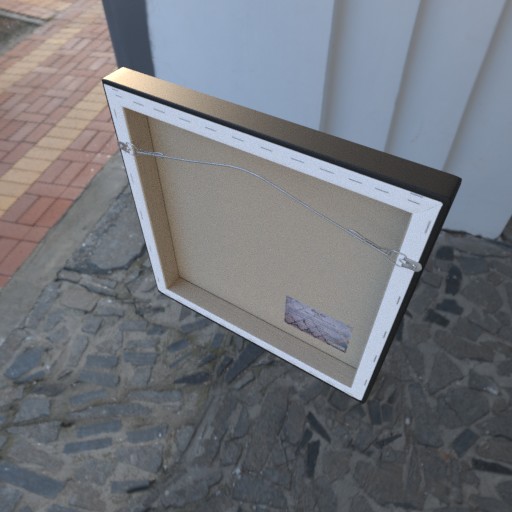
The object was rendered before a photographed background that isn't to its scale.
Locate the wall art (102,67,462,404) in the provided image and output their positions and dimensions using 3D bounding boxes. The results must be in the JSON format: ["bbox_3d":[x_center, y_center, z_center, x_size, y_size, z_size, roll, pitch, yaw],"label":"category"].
[{"bbox_3d":[0.000,0.000,0.602,0.406,0.407,0.041,25,53,21],"label":"wall art"}]
